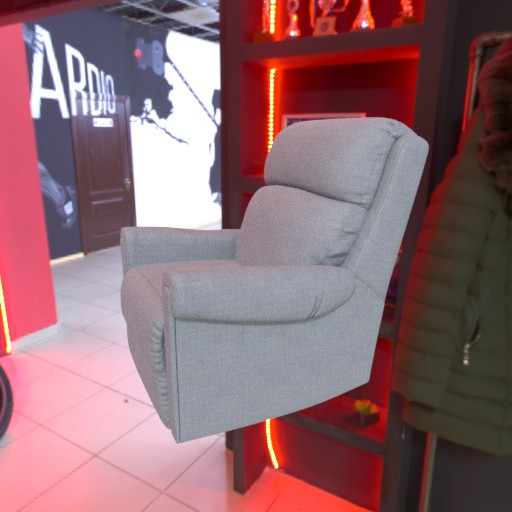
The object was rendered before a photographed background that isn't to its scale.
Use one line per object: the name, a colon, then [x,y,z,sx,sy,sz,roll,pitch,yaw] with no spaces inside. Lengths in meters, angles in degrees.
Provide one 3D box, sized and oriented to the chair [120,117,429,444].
chair: [0.000,0.000,1.768,1.014,1.054,0.838,-7,16,-25]
